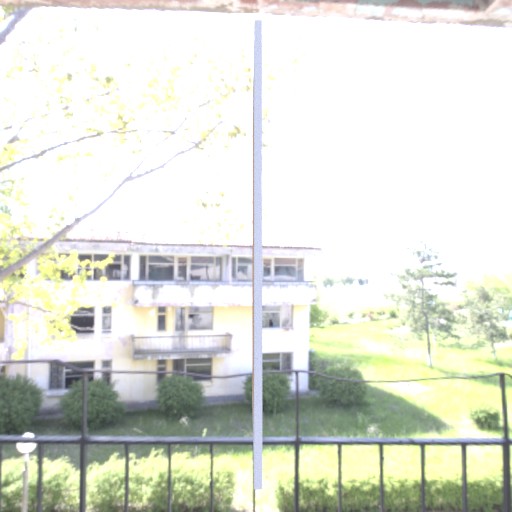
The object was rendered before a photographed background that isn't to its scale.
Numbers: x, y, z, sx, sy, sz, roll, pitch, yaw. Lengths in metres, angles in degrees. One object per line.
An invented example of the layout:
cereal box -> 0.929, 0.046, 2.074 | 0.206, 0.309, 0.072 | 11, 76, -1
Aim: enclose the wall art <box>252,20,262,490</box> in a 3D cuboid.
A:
wall art -> 0.000, 0.000, 0.847 | 0.011, 0.659, 0.454 | 0, -2, -1
